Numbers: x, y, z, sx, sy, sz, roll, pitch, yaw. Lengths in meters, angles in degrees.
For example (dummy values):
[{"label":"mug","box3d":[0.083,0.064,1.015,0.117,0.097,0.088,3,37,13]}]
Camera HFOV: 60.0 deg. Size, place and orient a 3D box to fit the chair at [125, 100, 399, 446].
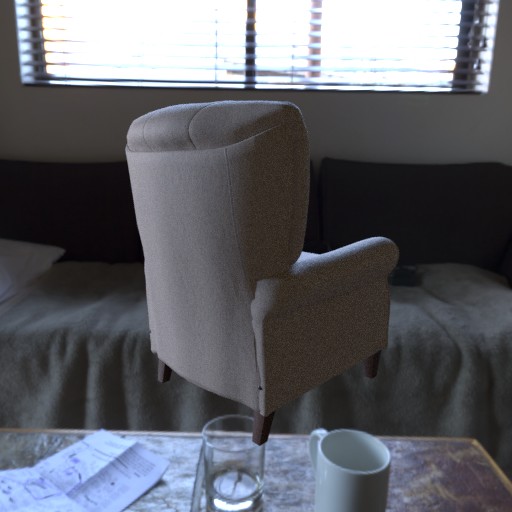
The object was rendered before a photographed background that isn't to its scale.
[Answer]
[{"label":"chair","box3d":[0.000,0.000,1.936,1.025,1.209,0.942,-12,17,-43]}]
